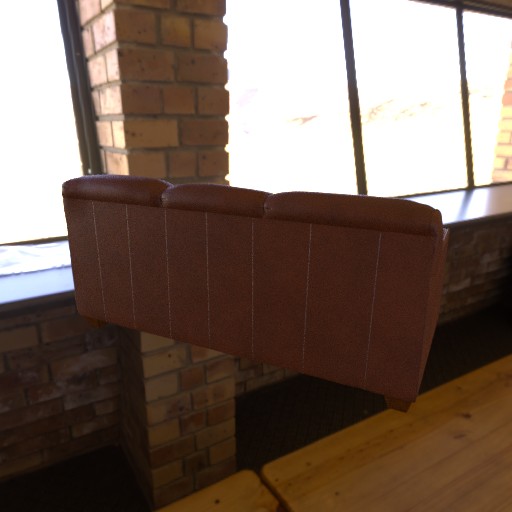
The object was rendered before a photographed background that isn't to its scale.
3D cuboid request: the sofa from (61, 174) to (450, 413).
[{"bbox_3d":[0.000,0.000,2.601,2.039,0.953,1.008,8,19,26],"label":"sofa"}]
